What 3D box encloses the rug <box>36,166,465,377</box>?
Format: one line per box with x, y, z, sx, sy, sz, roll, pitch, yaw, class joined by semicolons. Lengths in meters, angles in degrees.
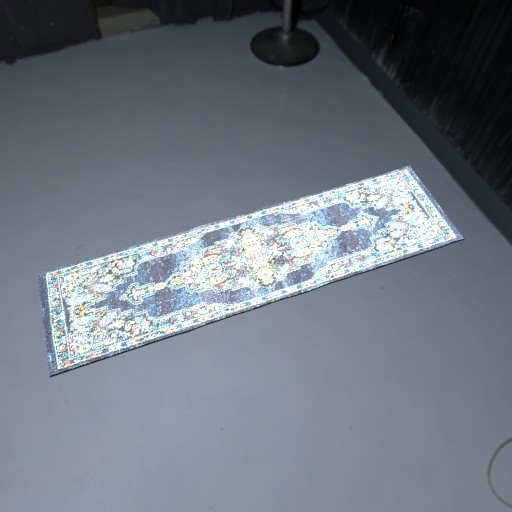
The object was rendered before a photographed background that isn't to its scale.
0.000;0.000;2.427;2.283;0.016;0.602;-17;59;-11;rug
